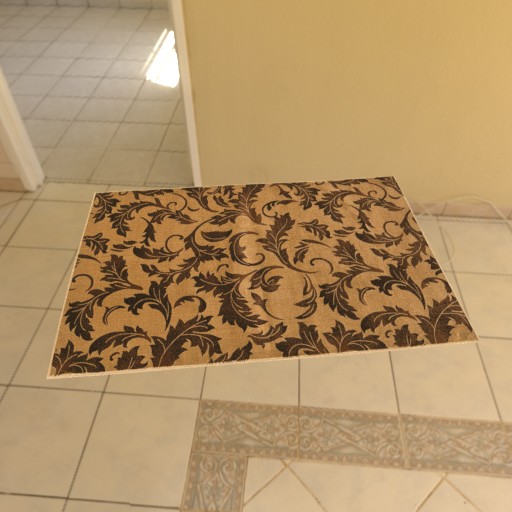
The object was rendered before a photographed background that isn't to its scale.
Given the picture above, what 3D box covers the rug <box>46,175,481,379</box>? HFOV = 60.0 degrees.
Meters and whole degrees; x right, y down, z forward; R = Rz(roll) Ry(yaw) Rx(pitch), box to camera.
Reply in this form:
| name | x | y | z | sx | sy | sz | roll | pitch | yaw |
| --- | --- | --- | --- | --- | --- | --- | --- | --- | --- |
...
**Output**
| name | x | y | z | sx | sy | sz | roll | pitch | yaw |
| --- | --- | --- | --- | --- | --- | --- | --- | --- | --- |
| rug | 0.000 | 0.000 | 2.825 | 2.284 | 0.008 | 1.522 | -4 | 46 | -4 |
